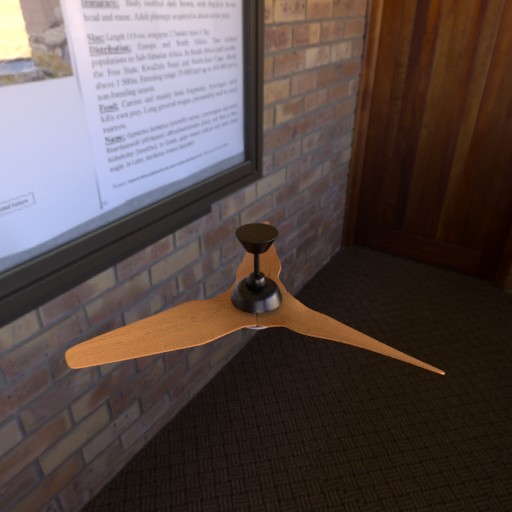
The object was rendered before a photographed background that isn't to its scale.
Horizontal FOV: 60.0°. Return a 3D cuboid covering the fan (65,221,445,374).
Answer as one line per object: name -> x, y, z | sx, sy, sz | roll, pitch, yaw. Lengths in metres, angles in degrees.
fan -> 0.000, 0.000, 1.684 | 1.142, 0.355, 1.010 | 1, 30, 1
